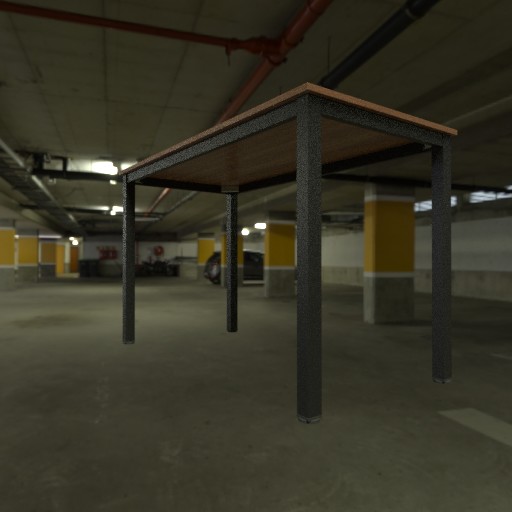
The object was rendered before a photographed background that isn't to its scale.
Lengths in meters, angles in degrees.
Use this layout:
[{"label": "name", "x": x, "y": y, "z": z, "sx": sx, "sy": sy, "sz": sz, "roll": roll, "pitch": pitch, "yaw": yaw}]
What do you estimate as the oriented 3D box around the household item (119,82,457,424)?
[{"label": "household item", "x": 0.000, "y": 0.000, "z": 1.617, "sx": 0.600, "sy": 0.750, "sz": 1.200, "roll": 0, "pitch": -1, "yaw": -36}]
